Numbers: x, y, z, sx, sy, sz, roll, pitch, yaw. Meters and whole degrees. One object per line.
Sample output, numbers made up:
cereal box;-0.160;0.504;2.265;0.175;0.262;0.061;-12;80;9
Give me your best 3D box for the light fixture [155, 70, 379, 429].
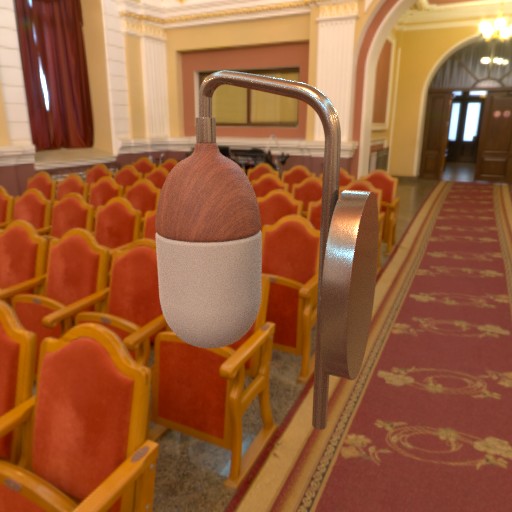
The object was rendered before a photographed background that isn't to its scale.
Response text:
light fixture;0.000;0.000;0.438;0.216;0.343;0.108;8;18;25
